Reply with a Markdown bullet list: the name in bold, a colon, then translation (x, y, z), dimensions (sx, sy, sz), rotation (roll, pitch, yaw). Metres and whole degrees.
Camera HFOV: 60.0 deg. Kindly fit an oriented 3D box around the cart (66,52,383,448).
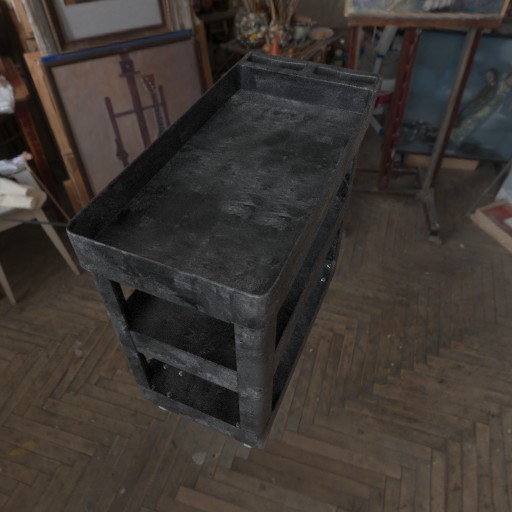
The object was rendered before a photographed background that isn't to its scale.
- **cart**: translation (0.000, 0.000, 1.337), dimensions (0.420, 0.824, 0.877), rotation (18, 49, 16)
